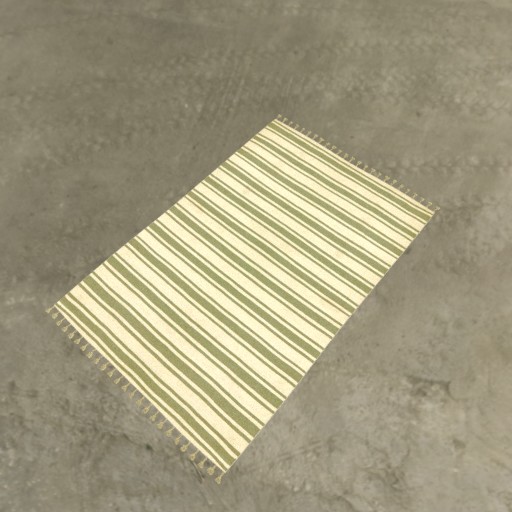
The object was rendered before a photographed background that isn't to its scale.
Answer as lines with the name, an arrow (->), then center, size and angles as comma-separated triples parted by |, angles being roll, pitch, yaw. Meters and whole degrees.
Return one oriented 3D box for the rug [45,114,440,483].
rug -> 0.000, 0.000, 3.081 | 1.540, 0.018, 2.435 | 36, 66, 19
